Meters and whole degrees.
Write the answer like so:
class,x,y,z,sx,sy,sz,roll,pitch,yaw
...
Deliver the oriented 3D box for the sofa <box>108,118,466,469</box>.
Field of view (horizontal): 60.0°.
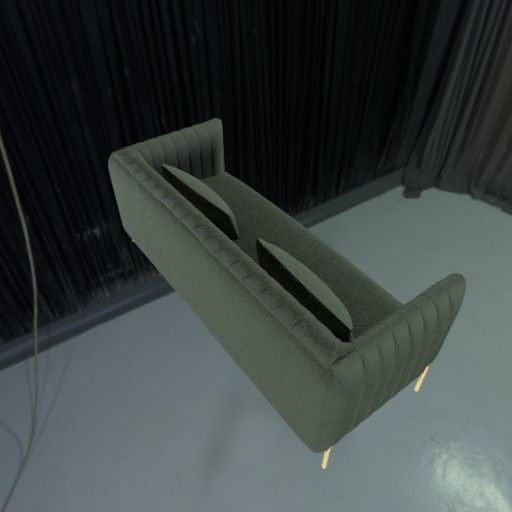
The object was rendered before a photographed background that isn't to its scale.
class,x,y,z,sx,sy,sz,roll,pitch,yaw
sofa,0.000,0.000,2.641,0.896,0.793,2.137,-27,48,-26
